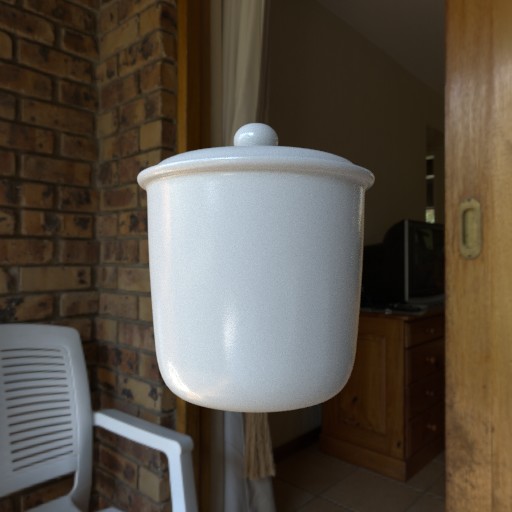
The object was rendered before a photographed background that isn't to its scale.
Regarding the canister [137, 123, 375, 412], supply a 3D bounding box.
[{"bbox_3d":[0.000,0.000,0.351,0.182,0.208,0.182,0,0,0],"label":"canister"}]
